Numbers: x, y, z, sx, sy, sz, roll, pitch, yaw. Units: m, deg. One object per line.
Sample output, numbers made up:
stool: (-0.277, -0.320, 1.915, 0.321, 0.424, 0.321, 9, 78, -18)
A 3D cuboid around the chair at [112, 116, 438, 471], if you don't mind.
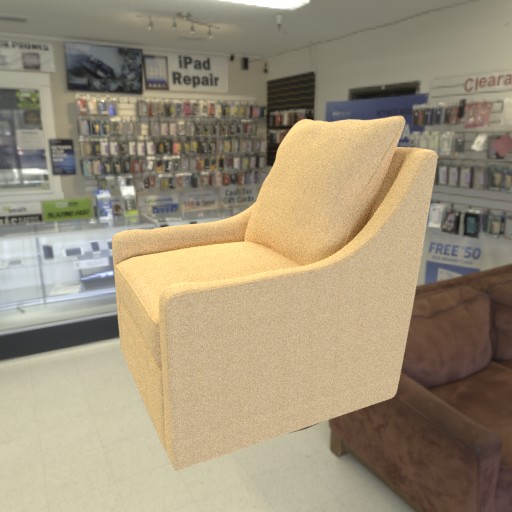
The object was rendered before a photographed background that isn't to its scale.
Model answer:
chair: (0.000, 0.000, 1.536, 0.876, 0.927, 0.760, -8, 17, -26)
